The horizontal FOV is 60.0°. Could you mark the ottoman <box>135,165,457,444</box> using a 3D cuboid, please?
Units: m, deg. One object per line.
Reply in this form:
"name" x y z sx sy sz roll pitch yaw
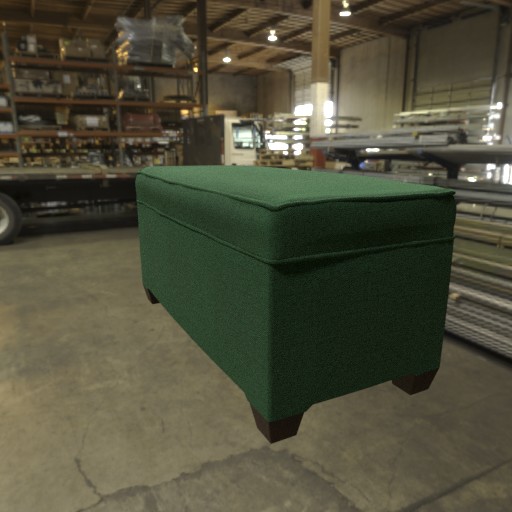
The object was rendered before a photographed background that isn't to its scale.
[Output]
"ottoman" 0.000 0.000 1.231 0.483 0.471 0.957 -7 16 -27
